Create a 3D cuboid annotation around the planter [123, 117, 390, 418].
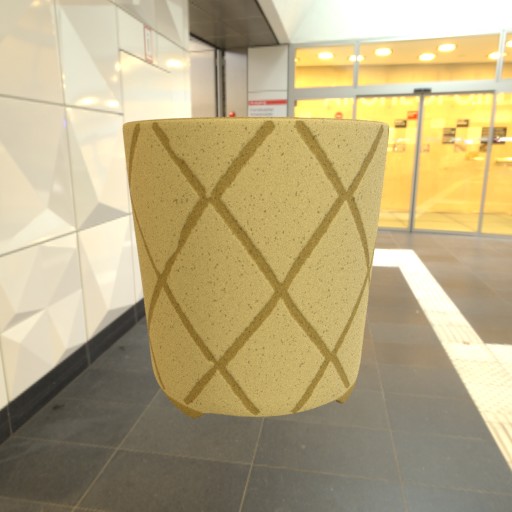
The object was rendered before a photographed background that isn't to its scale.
[{"bbox_3d":[0.000,0.000,0.352,0.191,0.199,0.191,0,14,0],"label":"planter"}]
